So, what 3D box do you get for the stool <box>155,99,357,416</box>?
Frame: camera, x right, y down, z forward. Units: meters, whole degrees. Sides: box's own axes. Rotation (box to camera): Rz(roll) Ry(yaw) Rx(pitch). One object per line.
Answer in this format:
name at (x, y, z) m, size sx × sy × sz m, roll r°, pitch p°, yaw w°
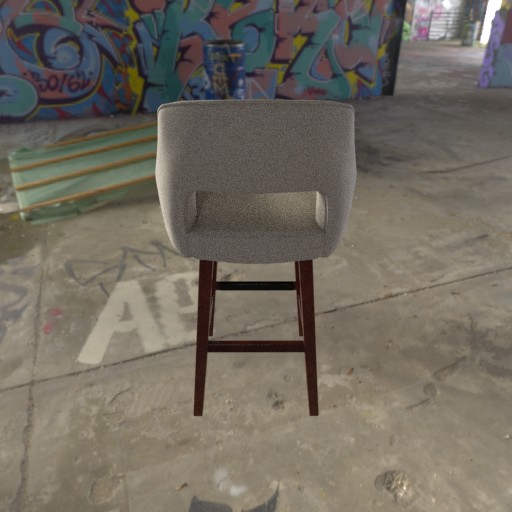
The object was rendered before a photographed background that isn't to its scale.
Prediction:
stool at (0.000, 0.000, 1.404) m, size 0.550 × 1.041 × 0.560 m, roll 0°, pitch 30°, yaw 0°
